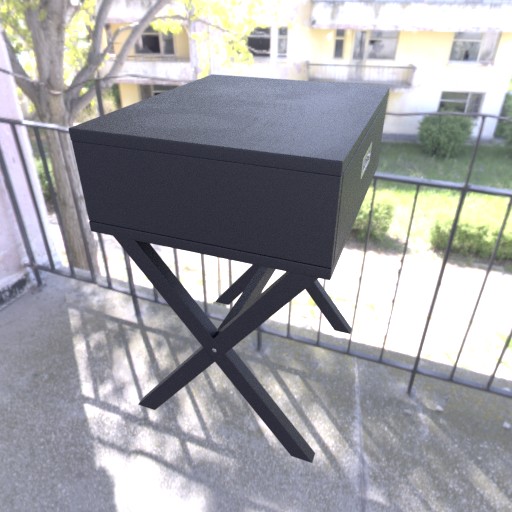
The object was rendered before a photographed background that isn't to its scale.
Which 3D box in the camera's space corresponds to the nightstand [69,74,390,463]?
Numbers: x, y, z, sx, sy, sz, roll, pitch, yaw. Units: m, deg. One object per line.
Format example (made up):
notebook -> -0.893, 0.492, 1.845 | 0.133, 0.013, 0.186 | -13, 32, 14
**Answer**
nightstand -> 0.000, 0.000, 0.935 | 0.402, 0.623, 0.479 | 11, 33, 18
